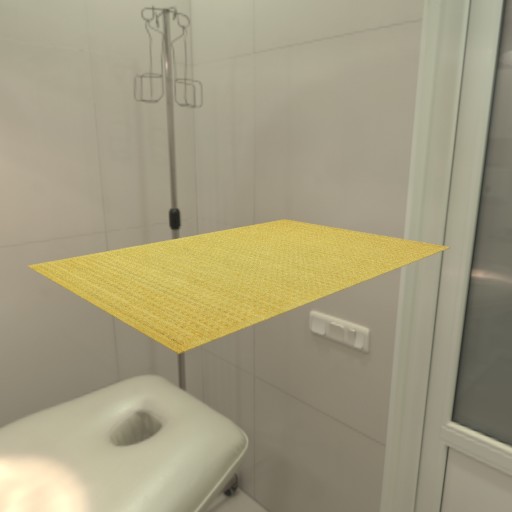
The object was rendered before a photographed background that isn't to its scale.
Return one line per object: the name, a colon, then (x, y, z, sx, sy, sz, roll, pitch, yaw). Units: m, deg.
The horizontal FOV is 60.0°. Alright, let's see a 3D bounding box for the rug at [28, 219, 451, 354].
rug: (0.000, 0.000, 3.642, 2.895, 0.006, 1.981, -14, 20, -42)
